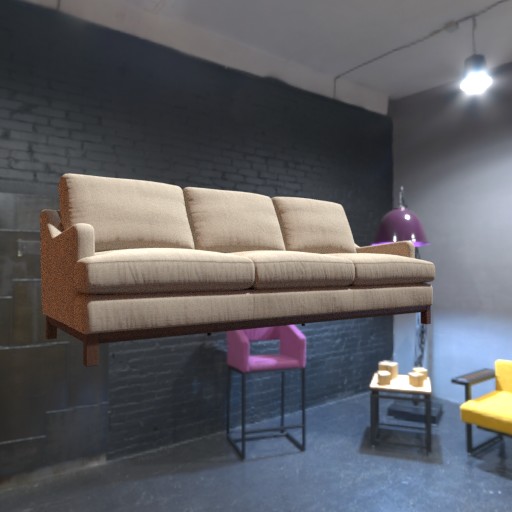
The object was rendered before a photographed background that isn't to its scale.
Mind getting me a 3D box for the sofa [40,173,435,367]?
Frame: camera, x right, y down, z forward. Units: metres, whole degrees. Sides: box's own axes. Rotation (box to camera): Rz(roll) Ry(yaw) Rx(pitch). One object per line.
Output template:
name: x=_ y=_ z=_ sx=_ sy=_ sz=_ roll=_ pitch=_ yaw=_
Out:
sofa: x=0.000 y=0.000 z=2.763 sx=2.321 sy=0.913 sz=1.000 roll=1 pitch=-2 yaw=-35
